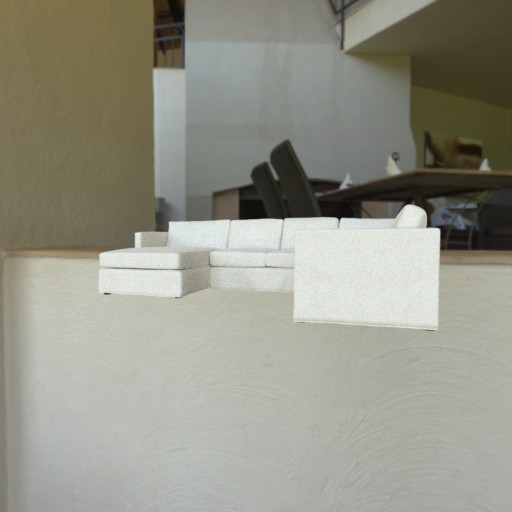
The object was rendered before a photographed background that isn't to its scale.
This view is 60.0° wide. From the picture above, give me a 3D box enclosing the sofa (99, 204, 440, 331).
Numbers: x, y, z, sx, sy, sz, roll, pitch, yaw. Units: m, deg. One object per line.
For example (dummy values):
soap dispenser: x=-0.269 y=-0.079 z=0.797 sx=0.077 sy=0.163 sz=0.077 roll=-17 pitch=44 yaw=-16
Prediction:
sofa: x=0.000 y=0.000 z=4.659 sx=3.464 sy=0.882 sz=2.448 roll=1 pitch=3 yaw=19
